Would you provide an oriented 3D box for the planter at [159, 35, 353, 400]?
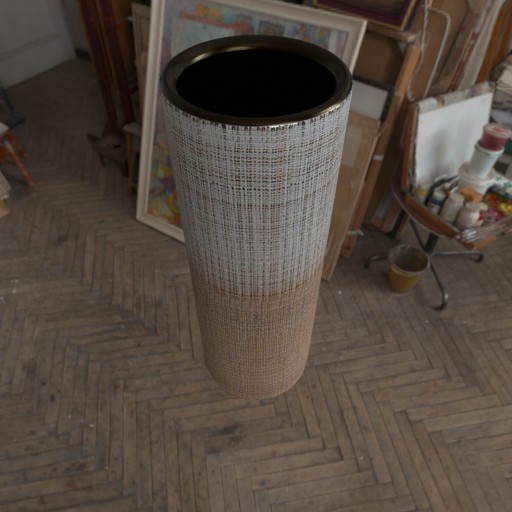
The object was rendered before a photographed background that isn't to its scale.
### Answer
[{"bbox_3d":[0.000,0.000,0.328,0.099,0.278,0.099,-3,47,-3],"label":"planter"}]
